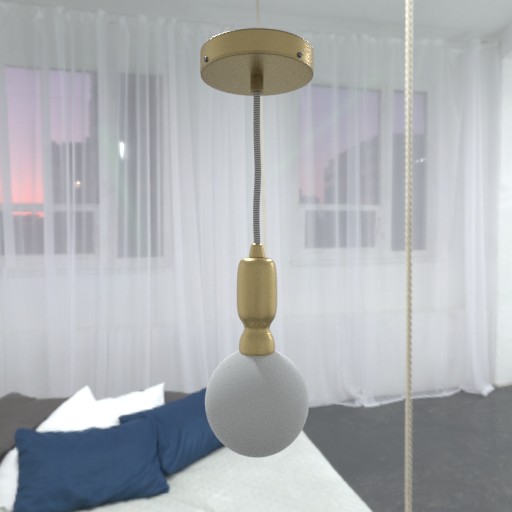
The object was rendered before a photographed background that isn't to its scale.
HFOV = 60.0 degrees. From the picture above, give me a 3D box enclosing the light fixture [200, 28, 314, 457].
[{"bbox_3d":[0.000,0.000,0.569,0.146,0.510,0.147,-1,2,-33],"label":"light fixture"}]
